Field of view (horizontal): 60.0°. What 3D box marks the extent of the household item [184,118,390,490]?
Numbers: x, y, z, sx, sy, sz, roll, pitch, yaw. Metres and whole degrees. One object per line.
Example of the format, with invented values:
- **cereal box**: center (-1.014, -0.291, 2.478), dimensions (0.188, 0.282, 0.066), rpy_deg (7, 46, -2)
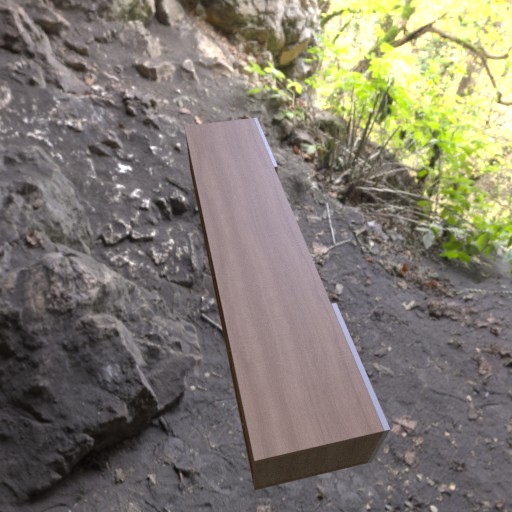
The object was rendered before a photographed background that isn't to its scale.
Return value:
- **household item**: center (0.000, 0.000, 2.033), dimensions (0.420, 0.310, 1.850), rpy_deg (-9, 48, -8)
